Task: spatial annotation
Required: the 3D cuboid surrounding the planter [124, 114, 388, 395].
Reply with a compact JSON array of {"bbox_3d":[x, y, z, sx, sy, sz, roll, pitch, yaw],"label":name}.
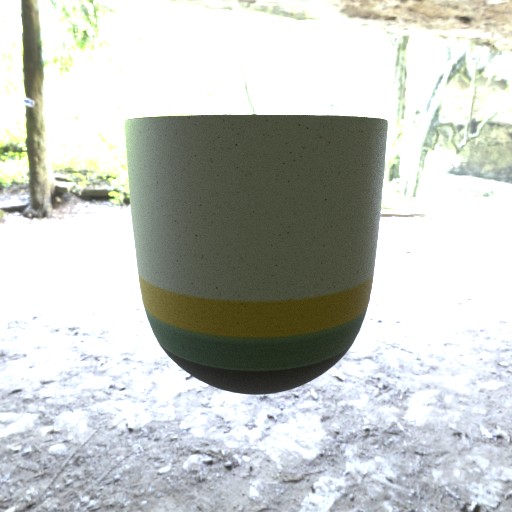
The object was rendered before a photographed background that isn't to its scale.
[{"bbox_3d":[0.000,0.000,0.366,0.195,0.214,0.195,0,15,0],"label":"planter"}]
